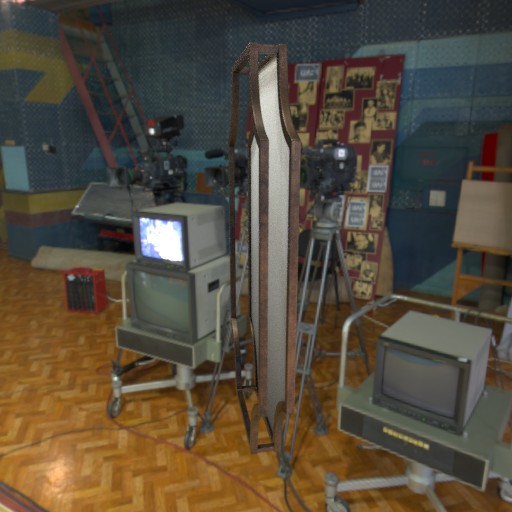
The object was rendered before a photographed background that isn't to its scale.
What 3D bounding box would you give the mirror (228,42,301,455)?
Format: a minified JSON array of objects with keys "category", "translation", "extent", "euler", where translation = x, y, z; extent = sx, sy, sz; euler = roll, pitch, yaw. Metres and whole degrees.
[{"category":"mirror","translation":[0.000,0.000,0.976],"extent":[0.066,0.811,0.462],"euler":[-2,14,-9]}]
